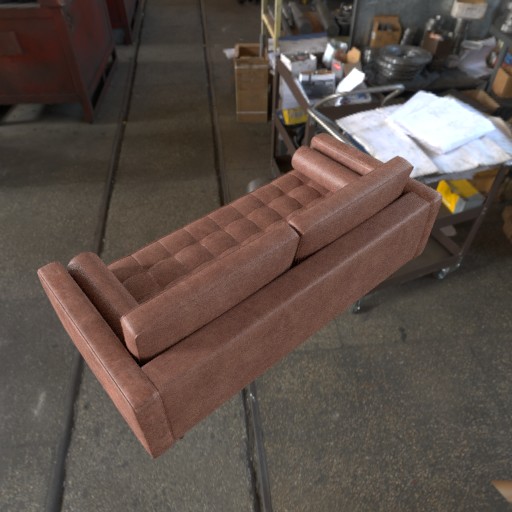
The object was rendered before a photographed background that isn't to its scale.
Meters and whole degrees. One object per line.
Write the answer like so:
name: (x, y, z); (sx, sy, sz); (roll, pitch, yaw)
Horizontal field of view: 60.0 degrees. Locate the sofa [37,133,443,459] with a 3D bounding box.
sofa: (0.000, 0.000, 2.286); (1.870, 0.760, 0.910); (-31, 53, -27)
